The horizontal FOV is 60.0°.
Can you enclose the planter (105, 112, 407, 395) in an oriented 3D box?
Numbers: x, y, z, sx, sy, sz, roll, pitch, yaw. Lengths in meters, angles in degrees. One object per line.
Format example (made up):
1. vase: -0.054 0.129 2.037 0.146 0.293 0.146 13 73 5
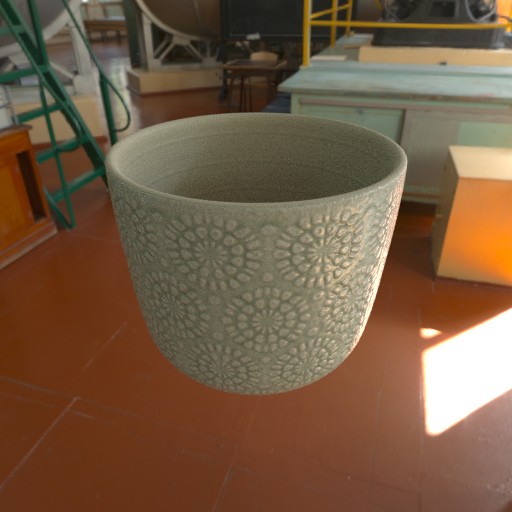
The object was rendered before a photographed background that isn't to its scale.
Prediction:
1. planter: 0.000 0.000 0.216 0.124 0.109 0.124 0 31 0
